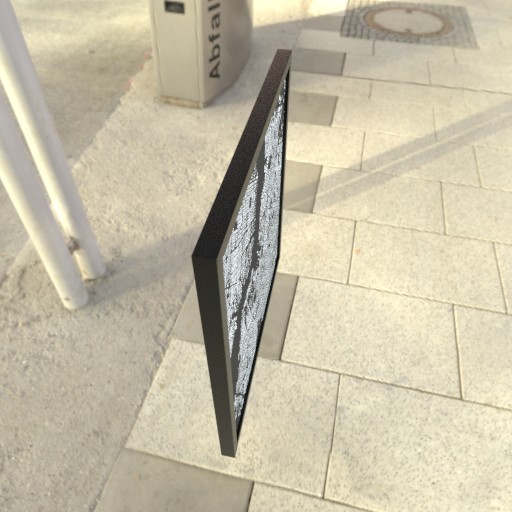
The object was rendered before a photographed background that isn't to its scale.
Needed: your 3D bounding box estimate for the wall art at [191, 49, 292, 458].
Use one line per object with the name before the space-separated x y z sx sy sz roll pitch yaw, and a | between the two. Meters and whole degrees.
wall art | 0.000 0.000 1.154 0.038 0.761 0.755 8 47 8
